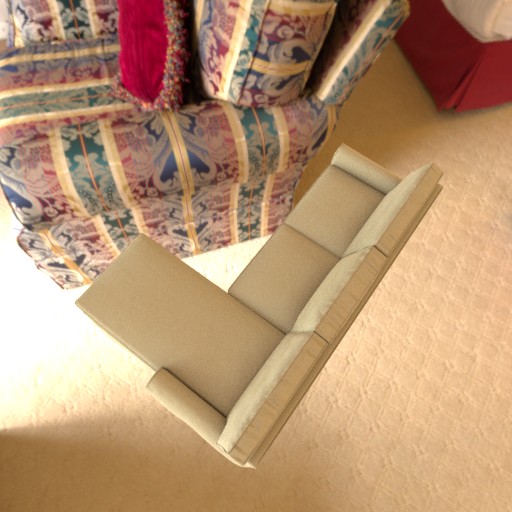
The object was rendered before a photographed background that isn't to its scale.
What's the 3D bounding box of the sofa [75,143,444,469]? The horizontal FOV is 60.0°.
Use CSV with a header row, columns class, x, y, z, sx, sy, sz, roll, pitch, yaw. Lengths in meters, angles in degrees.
class,x,y,z,sx,sy,sz,roll,pitch,yaw
sofa,0.000,0.000,3.379,1.733,0.978,2.475,34,70,14
